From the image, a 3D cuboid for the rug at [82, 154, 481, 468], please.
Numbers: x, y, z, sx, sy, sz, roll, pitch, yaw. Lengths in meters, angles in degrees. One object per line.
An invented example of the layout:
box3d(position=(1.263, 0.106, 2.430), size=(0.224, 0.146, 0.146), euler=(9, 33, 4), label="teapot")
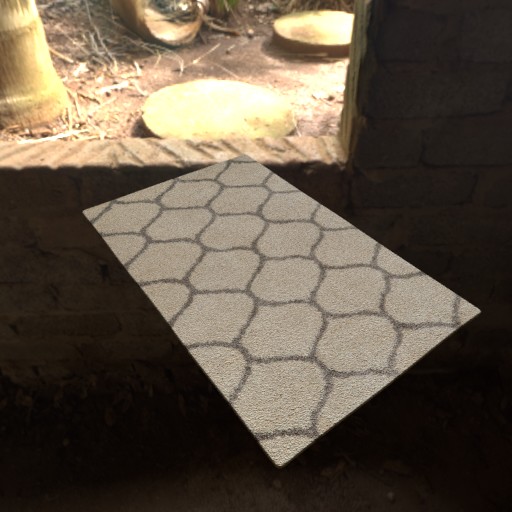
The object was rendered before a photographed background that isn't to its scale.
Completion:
box3d(position=(0.000, 0.000, 2.925), size=(1.501, 0.024, 2.348), euler=(-26, 47, -27), label="rug")
